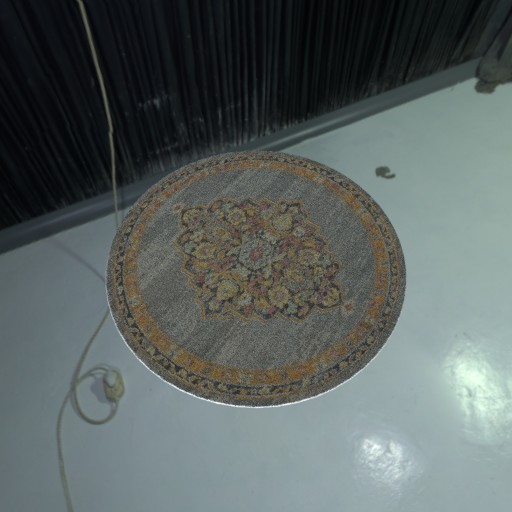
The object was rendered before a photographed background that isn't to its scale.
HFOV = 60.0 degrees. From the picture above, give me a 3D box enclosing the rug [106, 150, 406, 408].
[{"bbox_3d":[0.000,0.000,2.394,1.598,0.010,1.598,0,57,0],"label":"rug"}]
